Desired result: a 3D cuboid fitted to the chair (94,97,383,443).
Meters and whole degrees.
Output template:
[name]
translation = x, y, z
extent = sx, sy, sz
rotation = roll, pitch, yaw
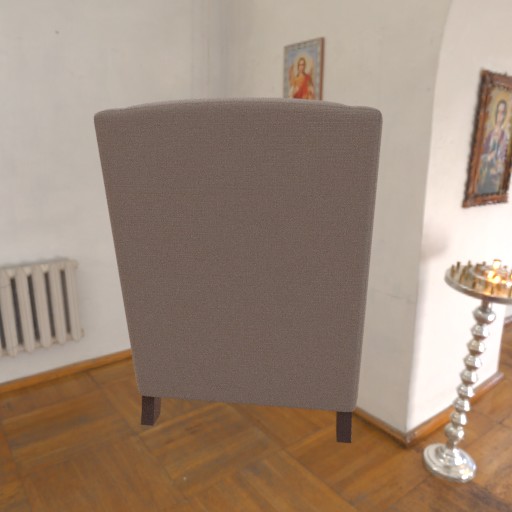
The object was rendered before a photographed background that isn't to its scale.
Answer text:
[chair]
translation = 0.000, 0.000, 1.600
extent = 0.715, 1.017, 0.896
rotation = 2, 15, 8
